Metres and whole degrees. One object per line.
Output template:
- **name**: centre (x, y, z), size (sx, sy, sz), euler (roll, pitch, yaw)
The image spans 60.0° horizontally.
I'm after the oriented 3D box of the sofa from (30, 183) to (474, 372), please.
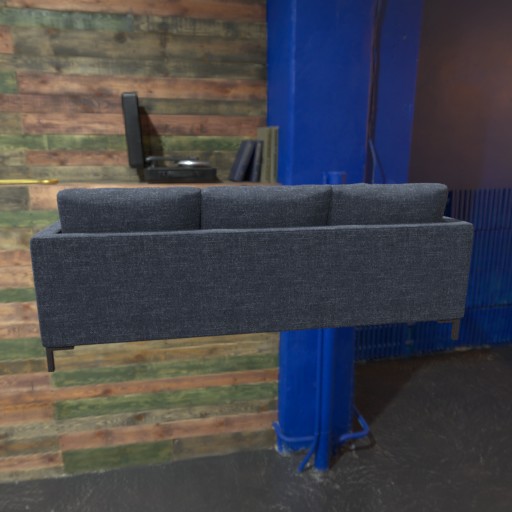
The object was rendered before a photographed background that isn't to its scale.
- **sofa**: centre (0.000, 0.000, 2.615), size (2.218, 0.874, 0.859), euler (-2, 14, -10)
